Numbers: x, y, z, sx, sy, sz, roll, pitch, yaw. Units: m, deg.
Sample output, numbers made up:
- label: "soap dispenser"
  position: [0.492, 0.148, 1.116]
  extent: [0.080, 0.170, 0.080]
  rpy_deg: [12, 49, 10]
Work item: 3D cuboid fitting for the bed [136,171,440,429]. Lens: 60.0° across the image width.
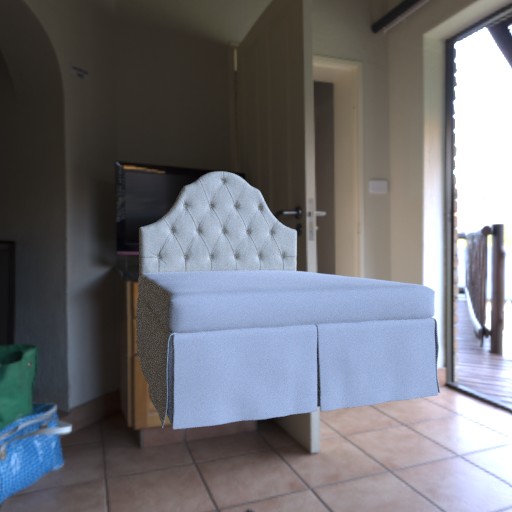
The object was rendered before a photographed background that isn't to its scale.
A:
- label: "bed"
  position: [0.000, 0.000, 3.252]
  extent: [1.627, 1.575, 2.092]
  rpy_deg: [0, 1, -19]
